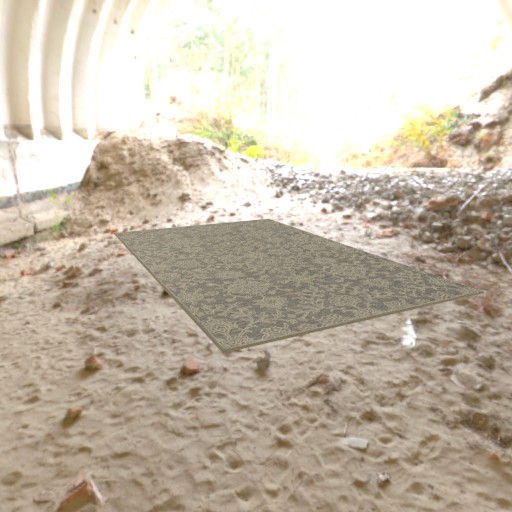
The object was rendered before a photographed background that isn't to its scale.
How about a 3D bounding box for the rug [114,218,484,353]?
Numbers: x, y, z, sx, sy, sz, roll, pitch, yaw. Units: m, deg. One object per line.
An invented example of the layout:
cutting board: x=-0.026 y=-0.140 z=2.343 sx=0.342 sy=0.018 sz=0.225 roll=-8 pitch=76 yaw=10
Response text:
rug: x=0.000 y=0.000 z=3.092 sx=1.515 sy=0.010 sz=2.430 roll=-8 pitch=17 yaw=-26
